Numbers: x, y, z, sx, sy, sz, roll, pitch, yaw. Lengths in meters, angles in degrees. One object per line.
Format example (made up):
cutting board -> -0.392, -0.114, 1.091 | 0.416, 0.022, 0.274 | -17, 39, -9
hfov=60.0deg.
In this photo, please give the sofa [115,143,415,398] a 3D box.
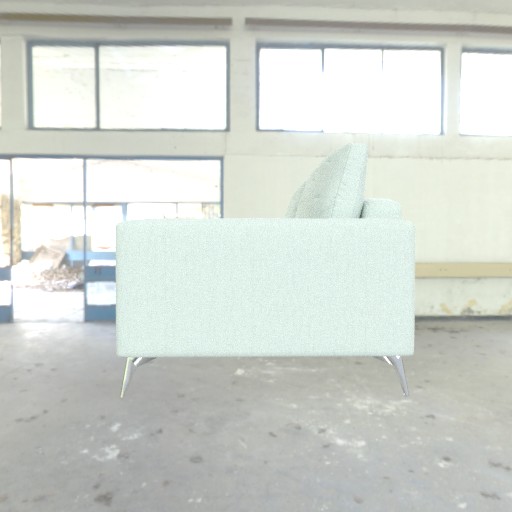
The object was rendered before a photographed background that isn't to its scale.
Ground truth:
sofa -> 0.000, 0.000, 2.109 | 0.920, 0.790, 1.650 | 0, 2, -1
